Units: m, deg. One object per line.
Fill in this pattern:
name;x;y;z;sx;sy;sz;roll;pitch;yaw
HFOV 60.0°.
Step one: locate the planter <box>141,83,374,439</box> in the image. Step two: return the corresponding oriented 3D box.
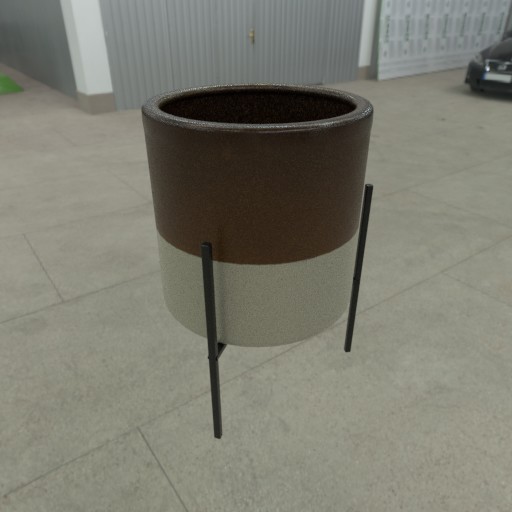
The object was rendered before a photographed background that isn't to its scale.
planter;0.000;0.000;0.562;0.255;0.375;0.269;10;31;16
